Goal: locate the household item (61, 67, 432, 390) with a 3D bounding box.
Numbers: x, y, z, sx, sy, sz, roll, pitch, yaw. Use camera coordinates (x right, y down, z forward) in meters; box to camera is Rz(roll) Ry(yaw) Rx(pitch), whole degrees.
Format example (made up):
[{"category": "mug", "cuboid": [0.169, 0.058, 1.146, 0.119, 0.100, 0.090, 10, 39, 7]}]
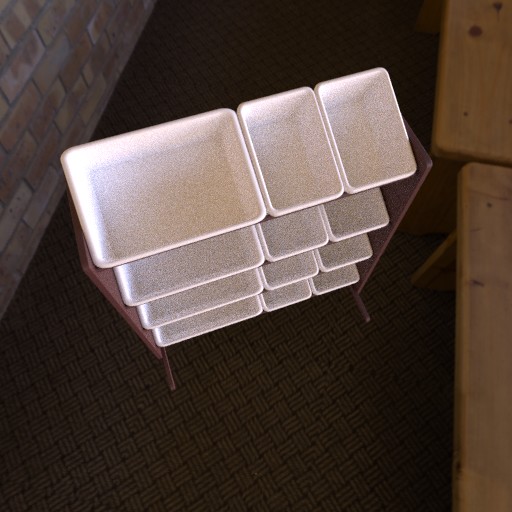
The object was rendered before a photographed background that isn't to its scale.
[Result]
[{"category": "household item", "cuboid": [0.000, 0.000, 1.286, 0.787, 0.864, 0.389, -17, 65, -8]}]
